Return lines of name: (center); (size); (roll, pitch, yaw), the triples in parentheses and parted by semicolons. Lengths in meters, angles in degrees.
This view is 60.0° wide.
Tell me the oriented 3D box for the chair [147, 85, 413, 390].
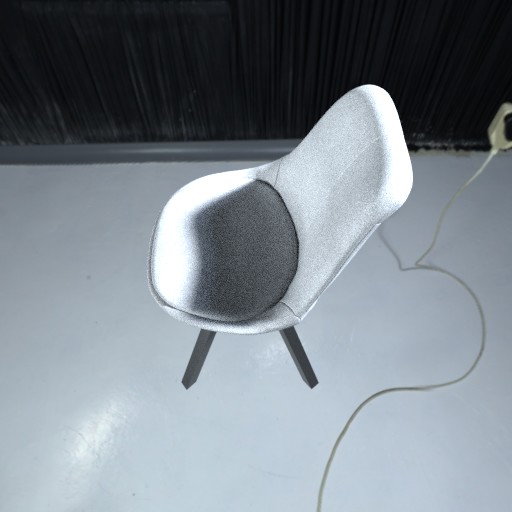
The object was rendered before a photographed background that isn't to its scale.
chair: (0.000, 0.000, 1.160); (0.550, 0.850, 0.485); (-1, 59, -1)
